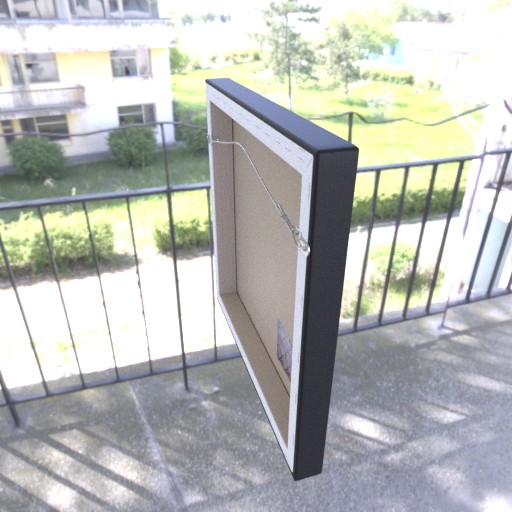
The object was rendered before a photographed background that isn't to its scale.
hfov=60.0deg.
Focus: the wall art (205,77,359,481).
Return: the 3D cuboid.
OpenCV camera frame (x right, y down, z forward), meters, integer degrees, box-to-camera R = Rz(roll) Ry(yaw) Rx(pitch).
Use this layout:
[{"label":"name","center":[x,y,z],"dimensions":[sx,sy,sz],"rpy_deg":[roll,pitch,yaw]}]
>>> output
[{"label":"wall art","center":[0.000,0.000,0.608],"dimensions":[0.041,0.407,0.406],"rpy_deg":[-9,31,-15]}]
